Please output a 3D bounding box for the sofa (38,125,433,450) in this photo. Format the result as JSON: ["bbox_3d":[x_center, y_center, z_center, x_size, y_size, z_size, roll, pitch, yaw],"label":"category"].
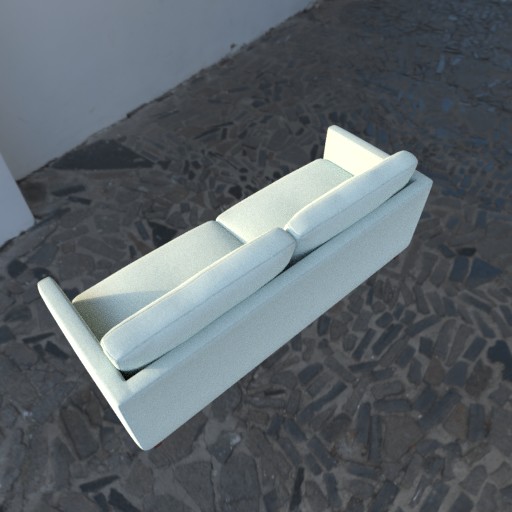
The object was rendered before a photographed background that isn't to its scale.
[{"bbox_3d":[0.000,0.000,2.921,2.434,0.965,0.948,-33,57,-25],"label":"sofa"}]
